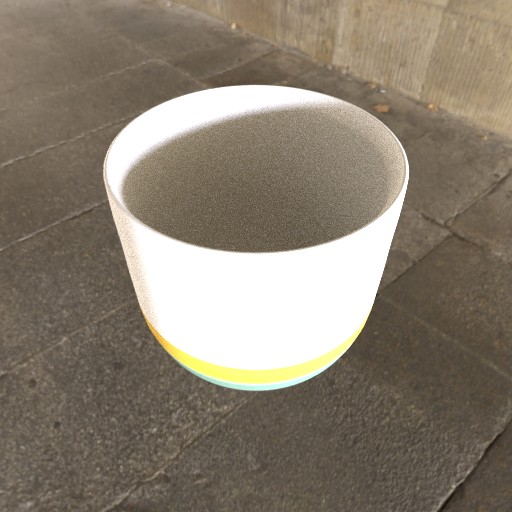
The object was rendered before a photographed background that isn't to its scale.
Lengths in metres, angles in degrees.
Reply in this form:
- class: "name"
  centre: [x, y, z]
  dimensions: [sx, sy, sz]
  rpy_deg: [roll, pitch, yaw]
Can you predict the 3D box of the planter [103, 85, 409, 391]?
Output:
- class: "planter"
  centre: [0.000, 0.000, 0.491]
  dimensions: [0.268, 0.270, 0.268]
  rpy_deg: [0, 45, 0]
